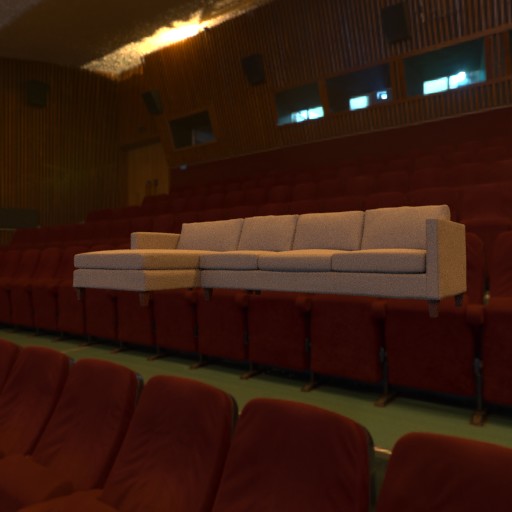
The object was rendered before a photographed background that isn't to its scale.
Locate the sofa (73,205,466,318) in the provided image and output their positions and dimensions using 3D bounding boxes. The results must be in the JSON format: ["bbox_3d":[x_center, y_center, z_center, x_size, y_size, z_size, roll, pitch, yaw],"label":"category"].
[{"bbox_3d":[0.000,0.000,3.974,3.186,0.846,1.625,0,0,36],"label":"sofa"}]
